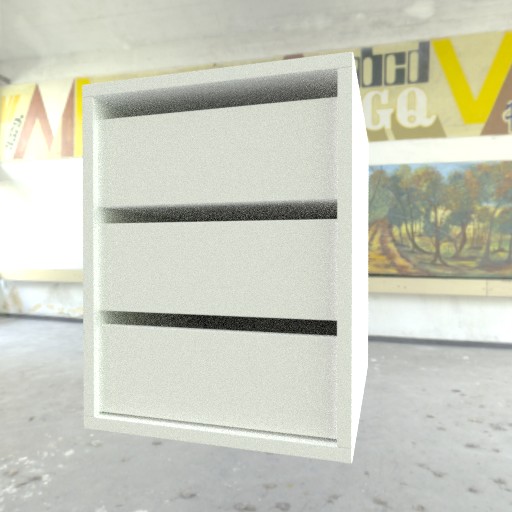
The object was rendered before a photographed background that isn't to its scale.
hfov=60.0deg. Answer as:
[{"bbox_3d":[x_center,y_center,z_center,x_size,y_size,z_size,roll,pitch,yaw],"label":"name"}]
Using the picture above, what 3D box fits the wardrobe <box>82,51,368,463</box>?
[{"bbox_3d":[0.000,0.000,0.854,0.400,0.520,0.500,0,1,16],"label":"wardrobe"}]
